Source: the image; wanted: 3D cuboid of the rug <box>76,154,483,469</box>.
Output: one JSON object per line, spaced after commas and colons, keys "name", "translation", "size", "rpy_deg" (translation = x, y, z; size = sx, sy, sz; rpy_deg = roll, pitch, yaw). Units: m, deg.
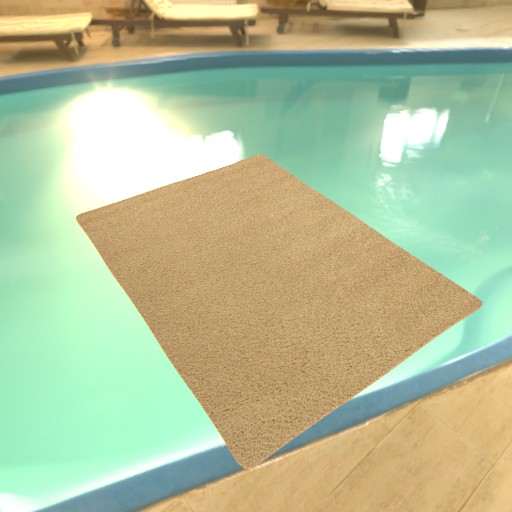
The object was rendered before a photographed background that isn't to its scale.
{"name": "rug", "translation": [0.000, 0.000, 2.082], "size": [1.199, 0.025, 1.600], "rpy_deg": [-24, 46, -26]}
